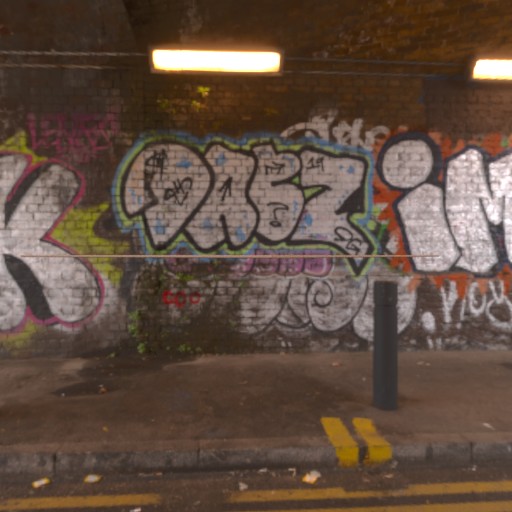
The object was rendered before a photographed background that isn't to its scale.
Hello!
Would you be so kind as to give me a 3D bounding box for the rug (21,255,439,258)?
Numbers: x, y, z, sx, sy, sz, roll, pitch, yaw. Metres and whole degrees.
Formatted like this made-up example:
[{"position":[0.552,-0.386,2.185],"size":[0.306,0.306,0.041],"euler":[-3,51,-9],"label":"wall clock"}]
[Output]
[{"position":[0.000,0.000,4.049],"size":[2.446,0.015,3.046],"euler":[0,0,36],"label":"rug"}]
